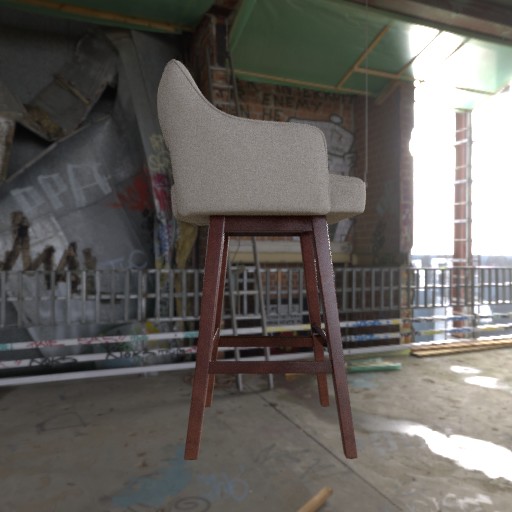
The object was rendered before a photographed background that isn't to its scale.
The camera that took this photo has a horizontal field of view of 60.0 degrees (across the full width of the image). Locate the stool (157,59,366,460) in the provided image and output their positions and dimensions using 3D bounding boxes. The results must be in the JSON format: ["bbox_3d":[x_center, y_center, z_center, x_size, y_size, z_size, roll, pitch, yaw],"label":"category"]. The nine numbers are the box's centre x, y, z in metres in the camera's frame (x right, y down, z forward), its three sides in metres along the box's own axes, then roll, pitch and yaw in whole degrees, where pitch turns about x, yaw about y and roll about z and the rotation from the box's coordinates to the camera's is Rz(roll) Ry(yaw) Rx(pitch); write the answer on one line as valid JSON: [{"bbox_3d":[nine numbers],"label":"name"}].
[{"bbox_3d":[0.000,0.000,1.339,0.560,1.041,0.550,0,0,-1],"label":"stool"}]
